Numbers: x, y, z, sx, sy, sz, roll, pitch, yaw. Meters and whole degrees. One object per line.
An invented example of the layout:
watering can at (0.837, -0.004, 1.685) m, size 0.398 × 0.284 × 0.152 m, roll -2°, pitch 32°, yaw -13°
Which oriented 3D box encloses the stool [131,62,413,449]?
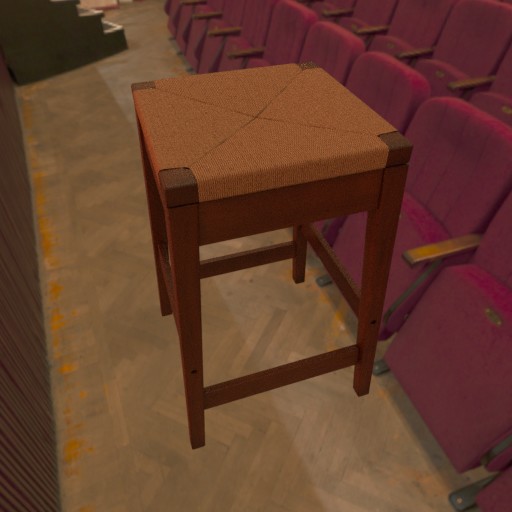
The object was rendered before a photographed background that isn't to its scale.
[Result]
stool at (0.000, 0.000, 1.106) m, size 0.507 × 0.762 × 0.497 m, roll -13°, pitch 44°, yaw -13°
